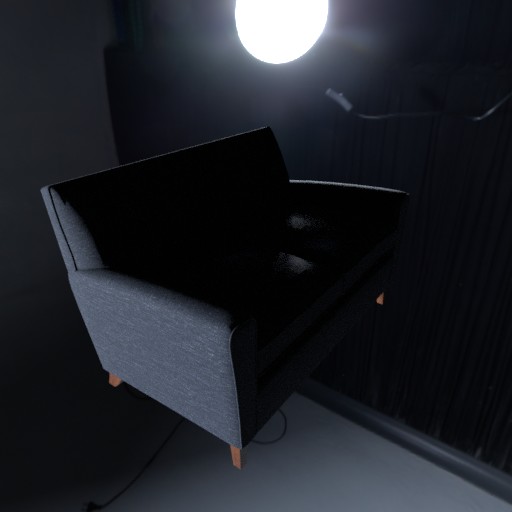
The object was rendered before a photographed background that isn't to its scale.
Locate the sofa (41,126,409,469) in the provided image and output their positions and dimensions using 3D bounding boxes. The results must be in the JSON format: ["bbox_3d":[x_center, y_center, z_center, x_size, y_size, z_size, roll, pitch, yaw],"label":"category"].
[{"bbox_3d":[0.000,0.000,1.972,0.875,0.846,1.420,18,32,32],"label":"sofa"}]
